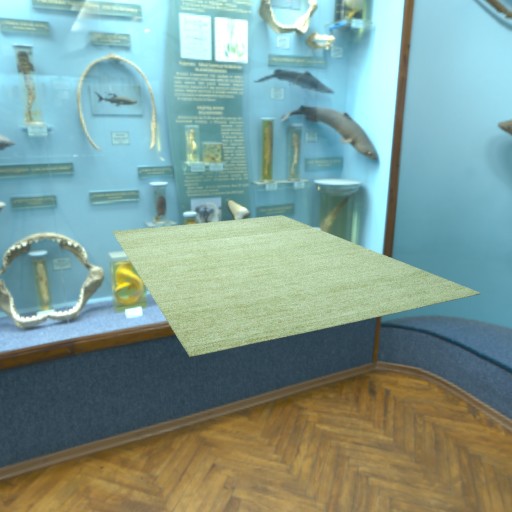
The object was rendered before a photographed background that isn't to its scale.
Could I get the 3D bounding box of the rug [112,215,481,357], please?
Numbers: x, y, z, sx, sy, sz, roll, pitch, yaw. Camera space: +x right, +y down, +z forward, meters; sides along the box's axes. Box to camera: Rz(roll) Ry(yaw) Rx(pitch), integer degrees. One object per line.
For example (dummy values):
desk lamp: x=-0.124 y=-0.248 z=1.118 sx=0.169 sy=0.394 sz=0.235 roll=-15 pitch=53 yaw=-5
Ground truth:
rug: x=0.000 y=0.000 z=3.033 sx=1.606 sy=0.017 sz=2.270 roll=-8 pitch=18 yaw=-23
